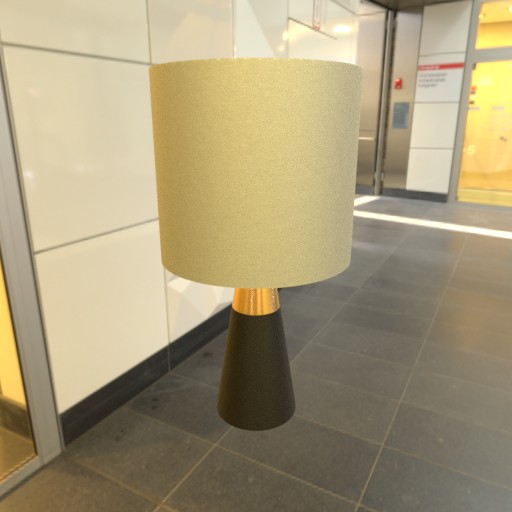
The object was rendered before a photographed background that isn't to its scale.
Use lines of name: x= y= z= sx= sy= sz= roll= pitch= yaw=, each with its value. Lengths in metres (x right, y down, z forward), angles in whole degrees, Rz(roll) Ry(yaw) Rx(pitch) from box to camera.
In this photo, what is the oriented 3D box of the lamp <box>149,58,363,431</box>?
lamp: x=0.000 y=0.000 z=0.736 sx=0.308 sy=0.580 sz=0.308 roll=3 pitch=18 yaw=9
